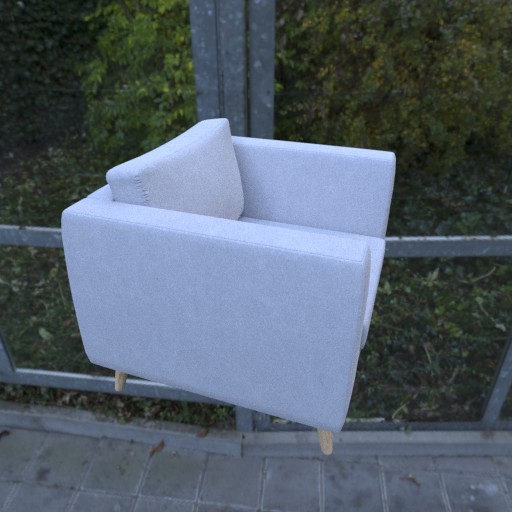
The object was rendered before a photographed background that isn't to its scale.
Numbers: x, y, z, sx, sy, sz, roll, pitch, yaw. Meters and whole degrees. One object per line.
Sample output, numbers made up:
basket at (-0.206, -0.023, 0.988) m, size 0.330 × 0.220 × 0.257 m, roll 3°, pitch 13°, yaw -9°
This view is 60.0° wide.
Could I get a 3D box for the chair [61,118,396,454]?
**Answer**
chair at (0.000, 0.000, 1.715) m, size 0.930 × 0.860 × 1.000 m, roll 10°, pitch 32°, yaw 17°
